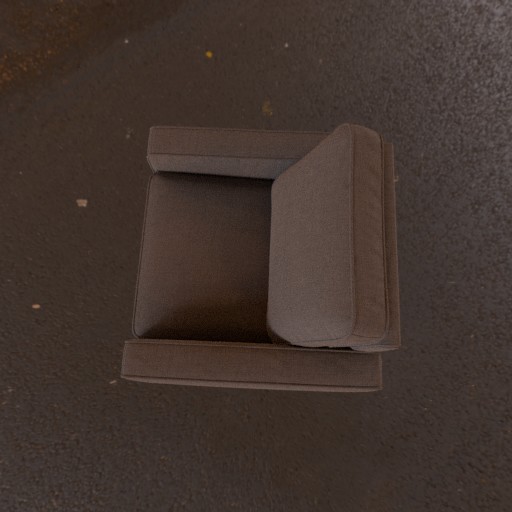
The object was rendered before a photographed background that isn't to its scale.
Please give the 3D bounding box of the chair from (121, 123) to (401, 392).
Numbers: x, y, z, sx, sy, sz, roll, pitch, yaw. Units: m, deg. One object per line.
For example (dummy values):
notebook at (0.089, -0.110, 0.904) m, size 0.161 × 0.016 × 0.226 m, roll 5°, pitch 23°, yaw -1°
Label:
chair at (0.000, 0.000, 1.766) m, size 0.940 × 0.919 × 1.017 m, roll 2°, pitch 75°, yaw 1°
